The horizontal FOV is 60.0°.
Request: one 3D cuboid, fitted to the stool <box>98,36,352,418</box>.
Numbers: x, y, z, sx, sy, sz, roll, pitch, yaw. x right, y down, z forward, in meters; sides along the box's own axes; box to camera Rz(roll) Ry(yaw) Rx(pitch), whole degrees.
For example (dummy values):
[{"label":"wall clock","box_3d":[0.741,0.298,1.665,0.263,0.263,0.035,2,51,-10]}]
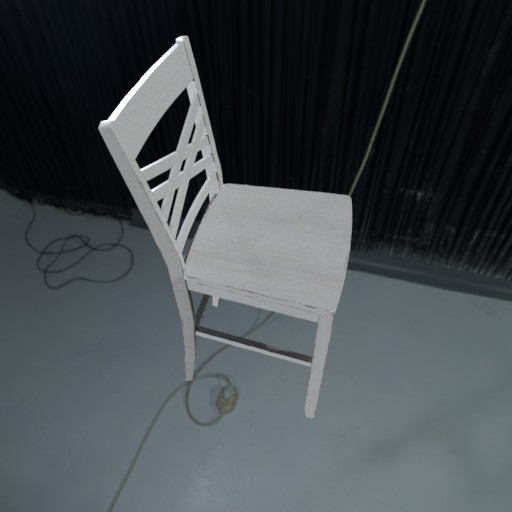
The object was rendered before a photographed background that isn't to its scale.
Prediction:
[{"label":"stool","box_3d":[0.000,0.000,1.349,0.539,1.079,0.462,10,48,9]}]
